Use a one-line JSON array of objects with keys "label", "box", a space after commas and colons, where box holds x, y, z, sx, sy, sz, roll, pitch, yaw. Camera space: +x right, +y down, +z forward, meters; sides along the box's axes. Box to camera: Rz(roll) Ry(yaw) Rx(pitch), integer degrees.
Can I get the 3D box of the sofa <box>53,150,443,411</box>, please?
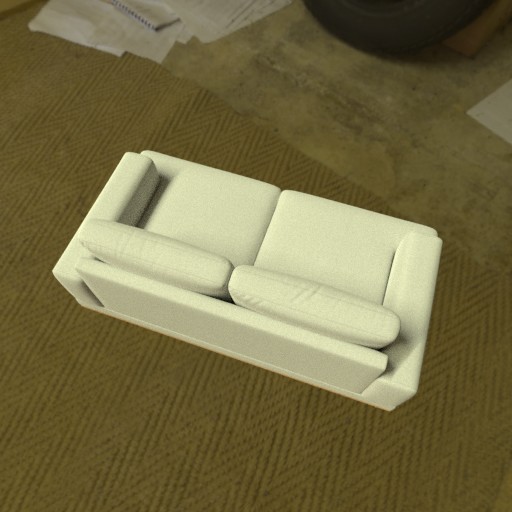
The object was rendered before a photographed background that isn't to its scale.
[{"label": "sofa", "box": [0.000, 0.000, 2.138, 1.651, 0.810, 0.915, 17, 63, 9]}]
